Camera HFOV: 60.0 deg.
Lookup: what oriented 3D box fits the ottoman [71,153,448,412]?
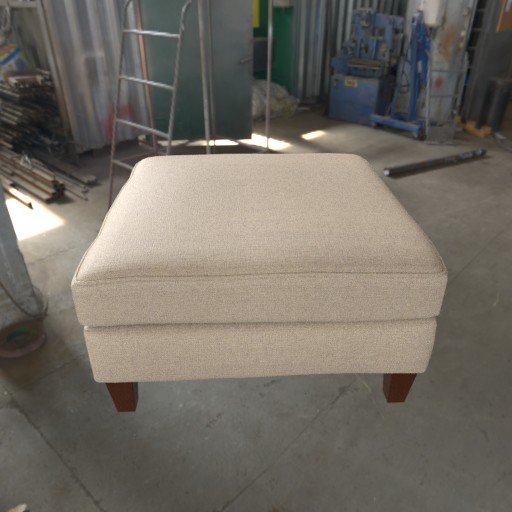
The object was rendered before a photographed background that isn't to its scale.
[{"bbox_3d":[0.000,0.000,1.378,0.838,0.481,0.838,-1,31,-2],"label":"ottoman"}]
